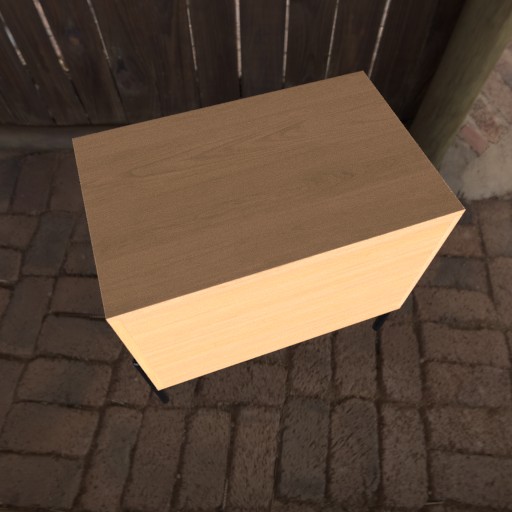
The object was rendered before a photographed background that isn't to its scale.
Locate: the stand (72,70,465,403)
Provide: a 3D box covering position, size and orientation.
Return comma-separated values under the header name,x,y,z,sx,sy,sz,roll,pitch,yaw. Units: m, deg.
name,x,y,z,sx,sy,sz,roll,pitch,yaw
stand,0.000,0.000,1.023,0.630,0.600,0.400,-17,60,-10
